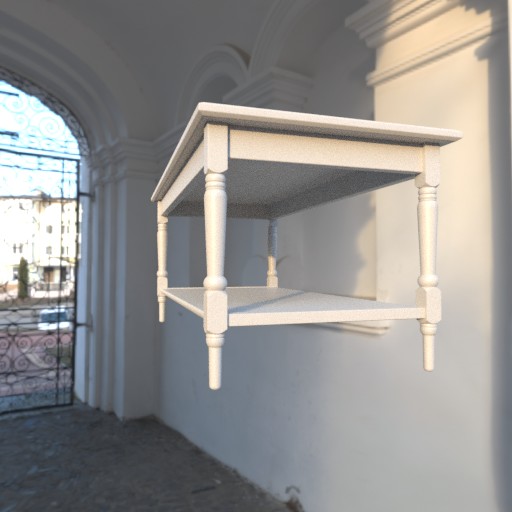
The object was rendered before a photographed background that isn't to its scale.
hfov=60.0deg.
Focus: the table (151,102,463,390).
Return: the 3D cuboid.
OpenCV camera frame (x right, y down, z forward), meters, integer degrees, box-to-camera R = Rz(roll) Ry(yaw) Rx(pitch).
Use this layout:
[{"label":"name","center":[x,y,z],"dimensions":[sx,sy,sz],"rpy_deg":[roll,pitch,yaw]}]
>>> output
[{"label":"table","center":[0.000,0.000,1.359],"dimensions":[0.551,0.506,1.109],"rpy_deg":[0,-1,-17]}]
